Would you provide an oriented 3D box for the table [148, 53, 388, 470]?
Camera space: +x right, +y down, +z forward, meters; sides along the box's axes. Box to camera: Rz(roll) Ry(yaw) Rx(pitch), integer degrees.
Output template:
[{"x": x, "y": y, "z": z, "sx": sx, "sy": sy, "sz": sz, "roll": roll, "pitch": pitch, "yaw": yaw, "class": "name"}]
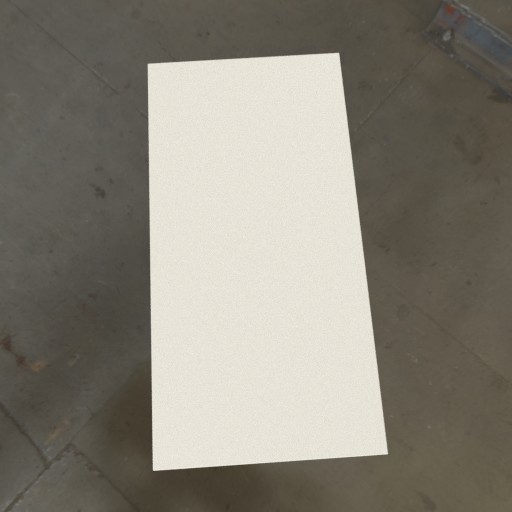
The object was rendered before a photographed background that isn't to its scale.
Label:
[{"x": 0.000, "y": 0.000, "z": 1.487, "sx": 0.609, "sy": 0.432, "sz": 1.194, "roll": -4, "pitch": 77, "yaw": -1, "class": "table"}]
